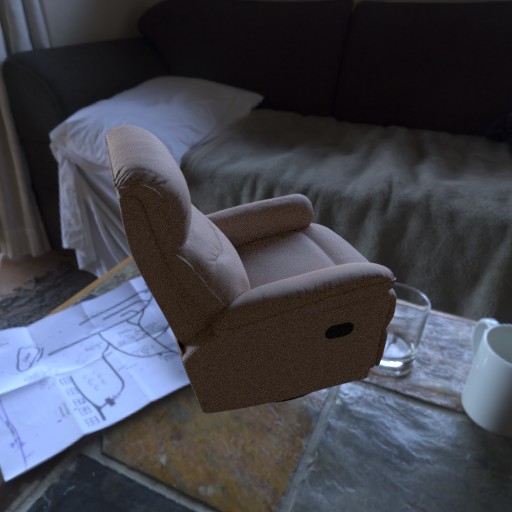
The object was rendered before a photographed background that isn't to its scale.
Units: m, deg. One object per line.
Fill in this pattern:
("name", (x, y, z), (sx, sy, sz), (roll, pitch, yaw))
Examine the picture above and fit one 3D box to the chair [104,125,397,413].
("chair", (0.000, 0.000, 1.794), (1.004, 1.037, 0.820), (-10, 32, -17))
